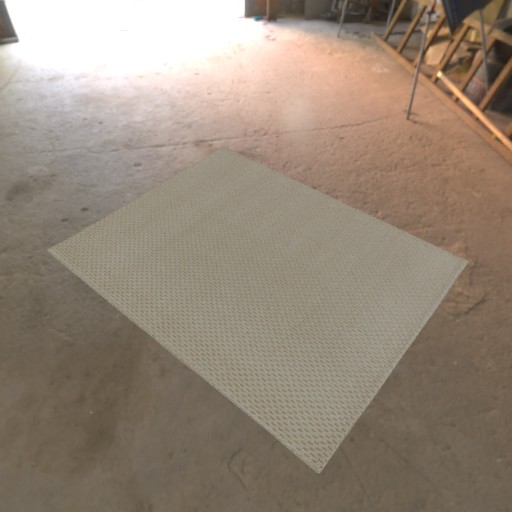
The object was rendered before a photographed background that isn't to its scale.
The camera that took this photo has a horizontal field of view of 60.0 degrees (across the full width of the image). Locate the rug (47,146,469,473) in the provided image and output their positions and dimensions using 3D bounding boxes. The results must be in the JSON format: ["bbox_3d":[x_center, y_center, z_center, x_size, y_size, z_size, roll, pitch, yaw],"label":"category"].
[{"bbox_3d":[0.000,0.000,3.864,2.897,0.035,2.277,31,53,27],"label":"rug"}]
